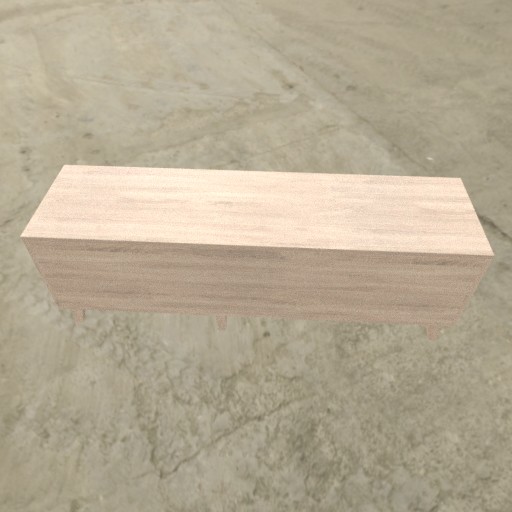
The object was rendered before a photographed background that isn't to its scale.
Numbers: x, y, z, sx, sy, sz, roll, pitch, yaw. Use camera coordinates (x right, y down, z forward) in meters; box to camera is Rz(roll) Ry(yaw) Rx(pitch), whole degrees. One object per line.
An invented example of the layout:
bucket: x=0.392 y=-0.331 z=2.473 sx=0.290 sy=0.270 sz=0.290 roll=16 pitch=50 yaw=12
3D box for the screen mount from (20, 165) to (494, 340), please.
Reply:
screen mount: x=0.000 y=0.000 z=1.721 sx=1.500 sy=0.510 sz=0.400 roll=2 pitch=46 yaw=2
